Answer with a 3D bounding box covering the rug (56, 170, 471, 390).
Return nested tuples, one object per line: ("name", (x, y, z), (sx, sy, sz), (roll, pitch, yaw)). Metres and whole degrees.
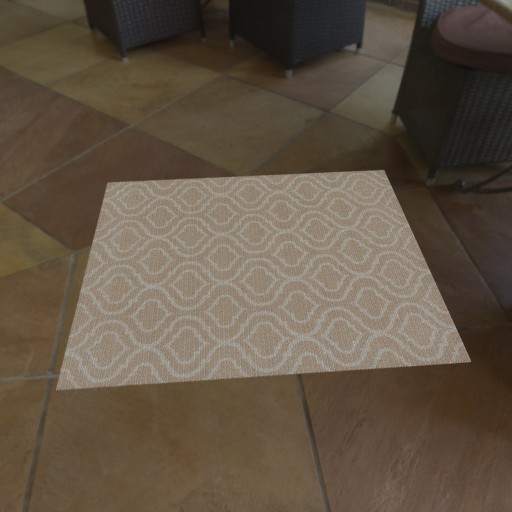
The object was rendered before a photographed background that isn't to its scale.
("rug", (0.000, 0.000, 3.856), (2.894, 0.013, 2.286), (-3, 47, -3))
